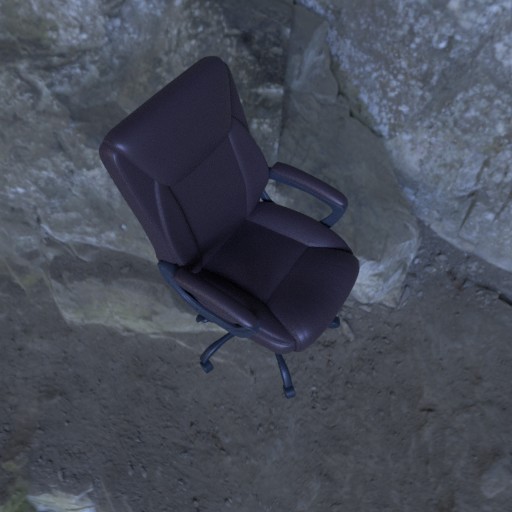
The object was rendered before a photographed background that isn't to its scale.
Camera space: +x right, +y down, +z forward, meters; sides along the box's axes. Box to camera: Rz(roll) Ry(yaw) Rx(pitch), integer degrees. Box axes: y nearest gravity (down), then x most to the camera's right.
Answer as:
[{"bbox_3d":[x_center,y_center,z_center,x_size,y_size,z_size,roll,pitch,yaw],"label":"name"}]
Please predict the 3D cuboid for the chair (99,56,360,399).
[{"bbox_3d":[0.000,0.000,1.494,0.655,1.072,0.615,30,62,18],"label":"chair"}]
